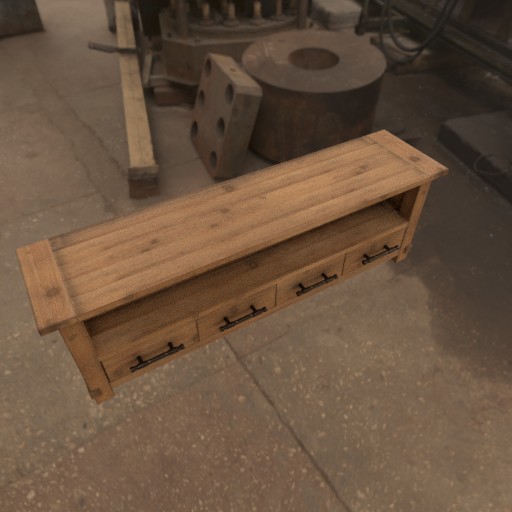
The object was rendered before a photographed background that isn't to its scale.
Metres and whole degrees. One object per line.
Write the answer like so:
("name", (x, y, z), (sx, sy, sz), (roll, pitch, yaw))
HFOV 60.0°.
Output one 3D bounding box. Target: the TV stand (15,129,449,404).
("TV stand", (0.000, 0.000, 2.025), (1.804, 0.573, 0.453), (-22, 48, -21))
